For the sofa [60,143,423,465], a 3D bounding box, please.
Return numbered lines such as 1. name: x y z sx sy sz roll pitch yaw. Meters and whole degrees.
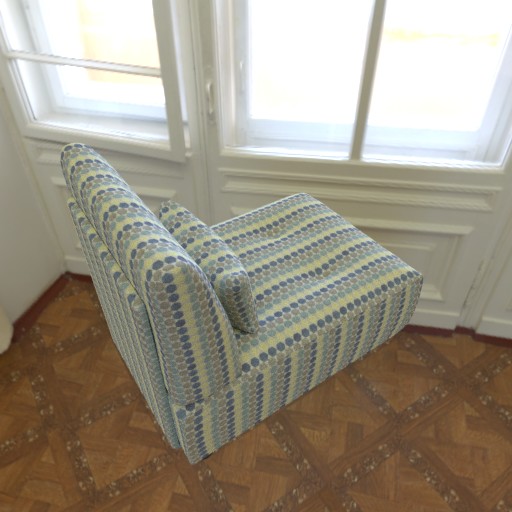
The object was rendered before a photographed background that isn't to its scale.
1. sofa: 0.000 0.000 1.529 1.000 0.820 0.700 -24 46 -25
